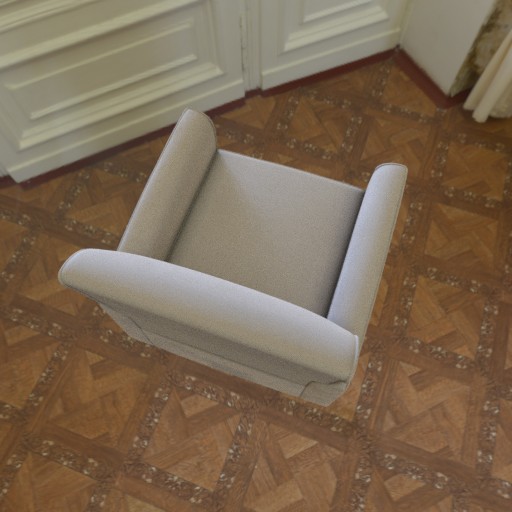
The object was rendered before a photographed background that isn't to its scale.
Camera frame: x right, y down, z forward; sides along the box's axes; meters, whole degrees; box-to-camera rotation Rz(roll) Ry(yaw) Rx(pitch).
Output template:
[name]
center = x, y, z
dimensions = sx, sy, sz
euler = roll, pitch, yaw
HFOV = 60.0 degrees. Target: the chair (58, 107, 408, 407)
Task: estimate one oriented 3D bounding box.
[chair]
center = 0.000, 0.000, 1.554
dimensions = 0.820, 0.915, 0.821
euler = 17, 66, 8
